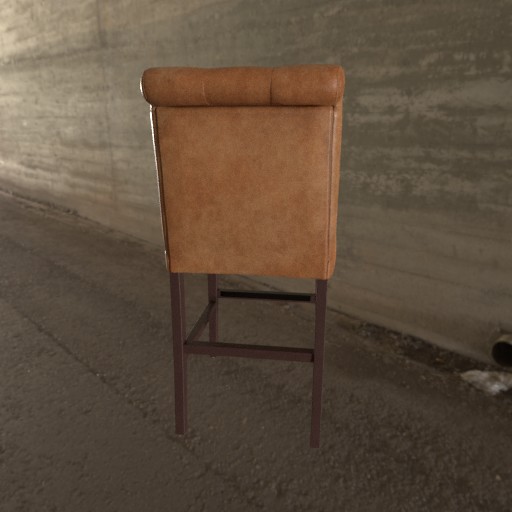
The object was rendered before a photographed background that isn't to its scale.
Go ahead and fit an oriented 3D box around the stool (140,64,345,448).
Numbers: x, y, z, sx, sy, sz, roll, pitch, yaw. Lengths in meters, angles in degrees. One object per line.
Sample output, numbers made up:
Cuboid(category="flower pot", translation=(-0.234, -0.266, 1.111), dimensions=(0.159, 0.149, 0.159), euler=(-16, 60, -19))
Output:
Cuboid(category="stool", translation=(0.000, 0.000, 1.386), dimensions=(0.493, 1.047, 0.601), euler=(2, 17, 8))
